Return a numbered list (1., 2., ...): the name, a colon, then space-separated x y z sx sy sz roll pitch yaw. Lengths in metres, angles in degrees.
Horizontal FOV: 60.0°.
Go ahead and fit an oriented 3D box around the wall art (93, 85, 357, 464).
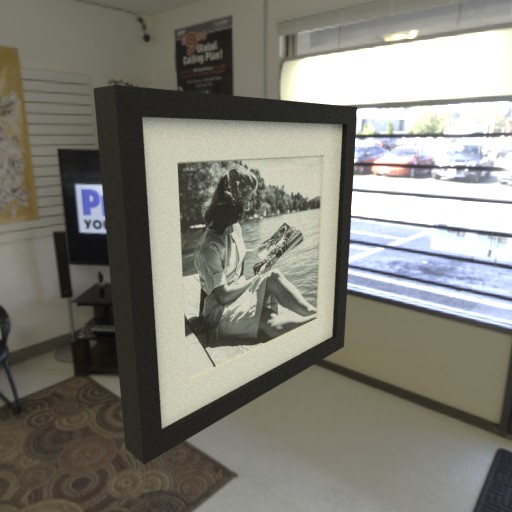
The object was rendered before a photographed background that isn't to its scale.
1. wall art: 0.000 0.000 0.457 0.030 0.305 0.308 14 20 42
